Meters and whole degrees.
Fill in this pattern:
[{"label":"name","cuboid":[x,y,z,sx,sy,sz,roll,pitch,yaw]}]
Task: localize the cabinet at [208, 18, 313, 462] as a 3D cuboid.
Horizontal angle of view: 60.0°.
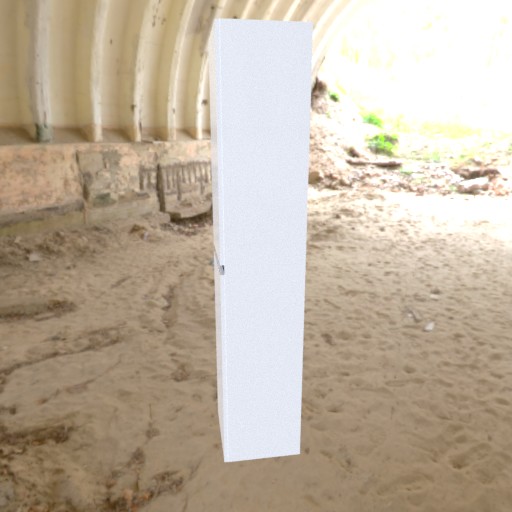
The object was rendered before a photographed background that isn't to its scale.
[{"label":"cabinet","cuboid":[0.000,0.000,1.523,0.270,1.400,0.300,-2,16,-9]}]
